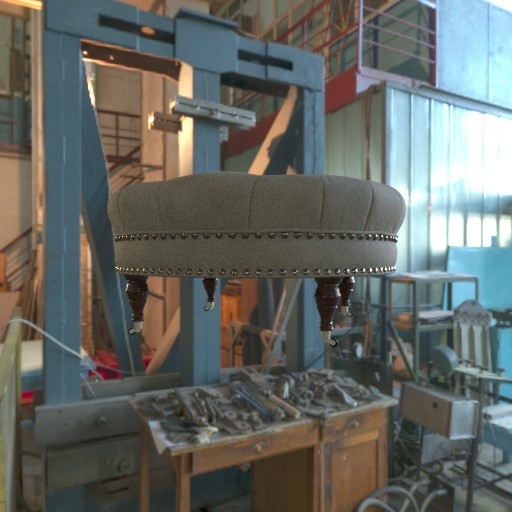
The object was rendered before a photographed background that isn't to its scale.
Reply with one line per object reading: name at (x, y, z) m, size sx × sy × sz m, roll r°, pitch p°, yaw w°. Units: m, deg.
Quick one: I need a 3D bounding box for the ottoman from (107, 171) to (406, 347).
ottoman at (0.000, 0.000, 1.405) m, size 0.901 × 0.439 × 0.901 m, roll 0°, pitch 0°, yaw 0°
